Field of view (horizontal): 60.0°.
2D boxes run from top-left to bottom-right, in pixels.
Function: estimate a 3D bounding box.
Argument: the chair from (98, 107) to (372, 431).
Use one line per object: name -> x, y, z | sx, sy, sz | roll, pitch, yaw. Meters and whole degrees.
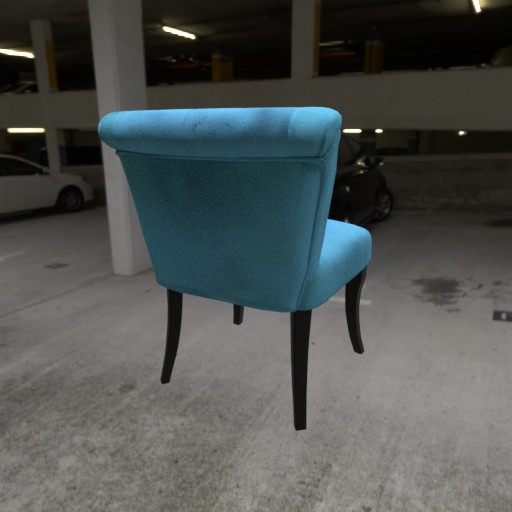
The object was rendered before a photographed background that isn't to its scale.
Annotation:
chair -> 0.000, 0.000, 1.216 | 0.582, 0.750, 0.605 | 9, 18, 27
